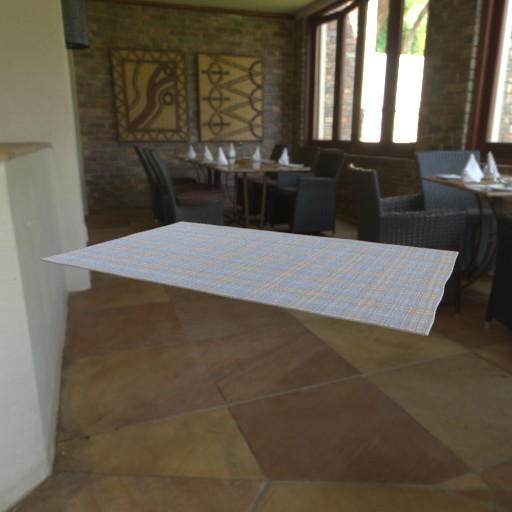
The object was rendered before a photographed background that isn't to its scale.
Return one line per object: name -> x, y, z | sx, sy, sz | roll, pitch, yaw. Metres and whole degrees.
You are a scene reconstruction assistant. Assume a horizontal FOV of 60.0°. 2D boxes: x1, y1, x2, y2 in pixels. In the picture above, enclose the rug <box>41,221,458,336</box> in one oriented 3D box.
rug -> 0.000, 0.000, 3.067 | 2.460, 0.016, 1.545 | 8, 17, 27
